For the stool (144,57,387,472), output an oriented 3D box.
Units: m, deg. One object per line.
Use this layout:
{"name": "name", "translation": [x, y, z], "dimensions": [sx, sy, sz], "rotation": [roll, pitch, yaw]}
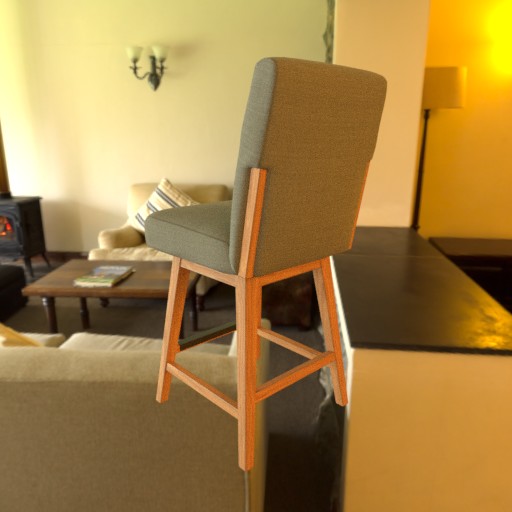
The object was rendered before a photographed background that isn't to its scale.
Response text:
{"name": "stool", "translation": [0.000, 0.000, 1.331], "dimensions": [0.459, 1.019, 0.570], "rotation": [-14, 21, -41]}
